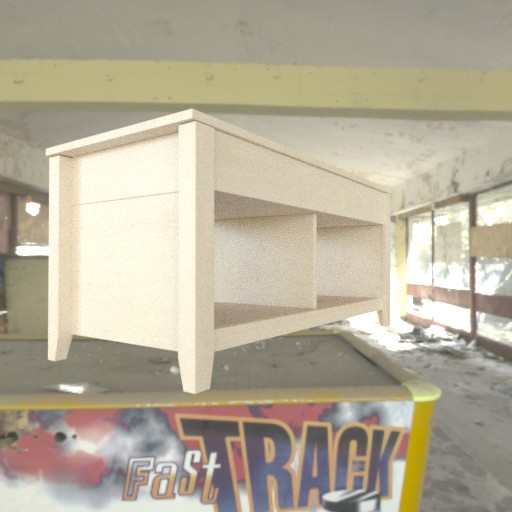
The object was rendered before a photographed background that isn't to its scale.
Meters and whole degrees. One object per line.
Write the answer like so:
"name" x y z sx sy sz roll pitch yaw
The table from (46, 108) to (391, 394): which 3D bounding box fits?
"table" 0.000 0.000 1.290 0.457 0.483 1.016 -1 -1 35
